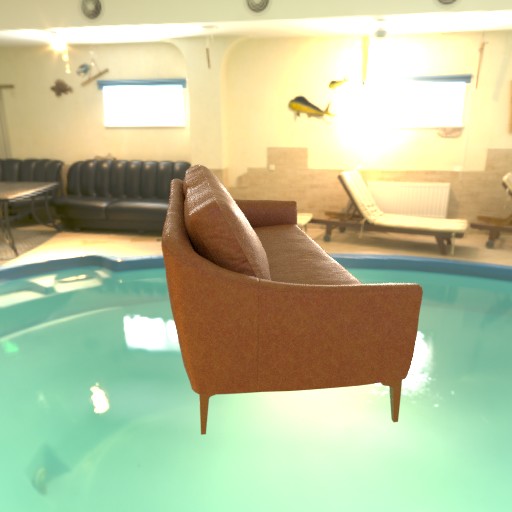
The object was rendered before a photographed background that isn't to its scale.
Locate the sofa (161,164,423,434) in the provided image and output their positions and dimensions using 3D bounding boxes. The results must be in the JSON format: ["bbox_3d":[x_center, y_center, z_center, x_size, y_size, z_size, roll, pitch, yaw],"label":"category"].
[{"bbox_3d":[0.000,0.000,2.594,0.981,0.945,2.036,-3,17,-9],"label":"sofa"}]
